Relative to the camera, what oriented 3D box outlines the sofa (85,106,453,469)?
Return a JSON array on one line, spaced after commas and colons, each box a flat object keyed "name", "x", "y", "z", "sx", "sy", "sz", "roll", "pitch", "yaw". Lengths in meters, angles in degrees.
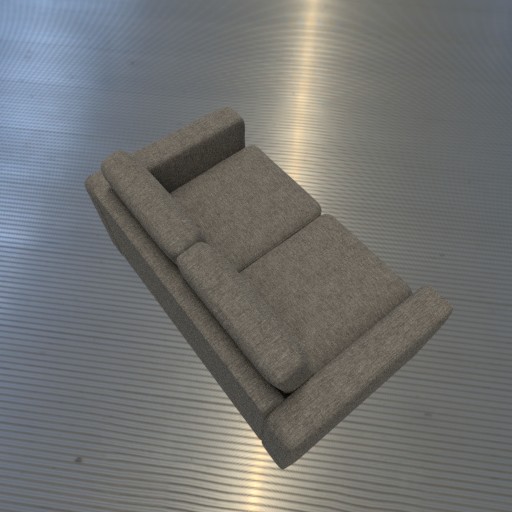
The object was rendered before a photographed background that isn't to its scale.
[{"name": "sofa", "x": 0.000, "y": 0.000, "z": 2.039, "sx": 0.900, "sy": 0.800, "sz": 1.520, "roll": -34, "pitch": 64, "yaw": -19}]
